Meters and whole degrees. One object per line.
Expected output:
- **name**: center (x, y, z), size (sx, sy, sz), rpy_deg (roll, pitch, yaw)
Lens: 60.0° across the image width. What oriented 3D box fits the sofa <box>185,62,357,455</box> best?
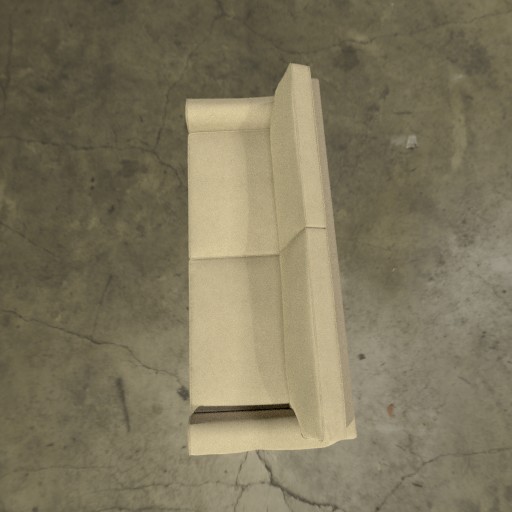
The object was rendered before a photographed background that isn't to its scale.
- **sofa**: center (0.000, 0.000, 2.766), size (0.900, 1.014, 2.246), rpy_deg (-3, 73, -1)
